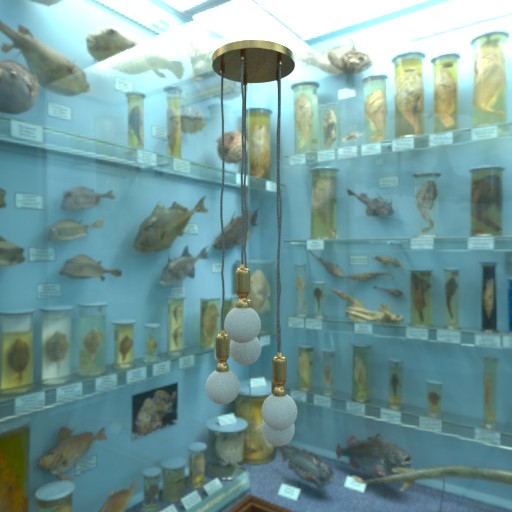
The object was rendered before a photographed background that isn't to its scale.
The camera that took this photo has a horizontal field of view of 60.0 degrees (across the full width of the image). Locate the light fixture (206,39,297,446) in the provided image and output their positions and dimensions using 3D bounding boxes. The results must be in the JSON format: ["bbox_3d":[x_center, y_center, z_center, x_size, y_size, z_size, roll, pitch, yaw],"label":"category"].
[{"bbox_3d":[0.000,0.000,0.513,0.105,0.457,0.108,0,0,37],"label":"light fixture"}]
